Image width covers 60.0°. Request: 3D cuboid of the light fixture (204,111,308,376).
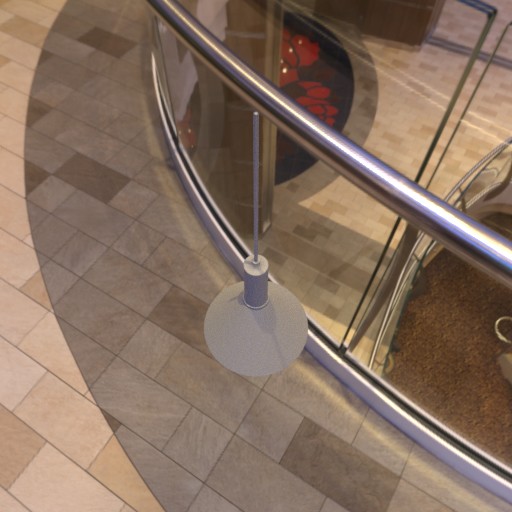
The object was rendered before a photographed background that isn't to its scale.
[{"bbox_3d":[0.000,0.000,0.858,0.267,0.683,0.267,-12,58,-8],"label":"light fixture"}]
